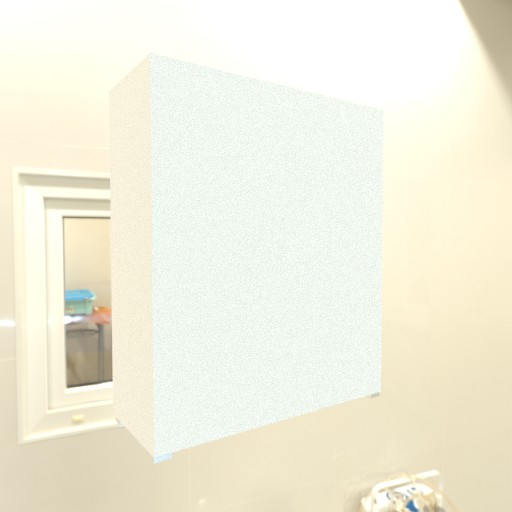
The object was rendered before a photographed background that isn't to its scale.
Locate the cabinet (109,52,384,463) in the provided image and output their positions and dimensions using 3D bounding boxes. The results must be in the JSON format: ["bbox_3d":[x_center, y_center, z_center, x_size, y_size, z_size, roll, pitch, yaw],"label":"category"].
[{"bbox_3d":[0.000,0.000,1.725,1.000,1.190,0.400,-2,3,-34],"label":"cabinet"}]
